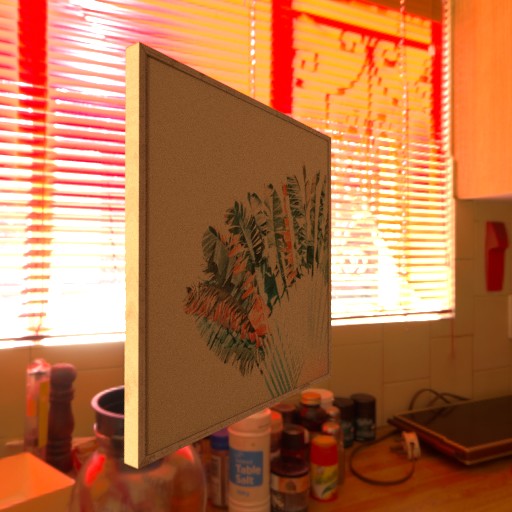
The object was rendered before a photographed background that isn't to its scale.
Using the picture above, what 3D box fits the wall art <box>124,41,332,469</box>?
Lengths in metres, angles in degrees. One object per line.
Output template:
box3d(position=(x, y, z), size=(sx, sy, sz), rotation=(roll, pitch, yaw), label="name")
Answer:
box3d(position=(0.000, 0.000, 1.104), size=(0.038, 0.757, 0.760), rotation=(0, -1, 36), label="wall art")
